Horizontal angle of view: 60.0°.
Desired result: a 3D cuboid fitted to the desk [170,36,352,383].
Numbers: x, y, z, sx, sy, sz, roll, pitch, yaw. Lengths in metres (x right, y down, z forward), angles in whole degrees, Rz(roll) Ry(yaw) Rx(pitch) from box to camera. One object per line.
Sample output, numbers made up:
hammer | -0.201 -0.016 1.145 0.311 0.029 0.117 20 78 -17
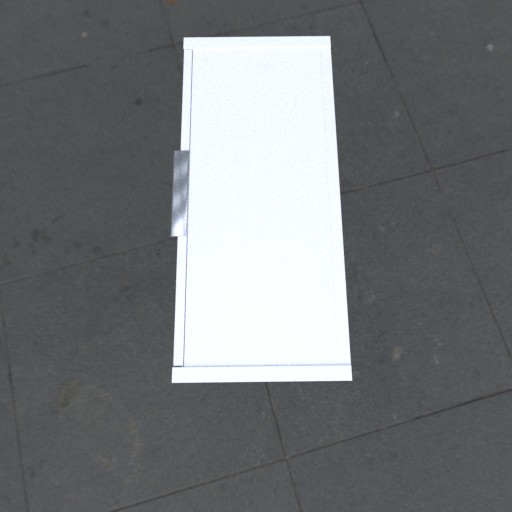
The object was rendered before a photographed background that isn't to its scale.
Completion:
desk | 0.000 0.000 1.604 0.390 1.190 0.850 -1 75 0
